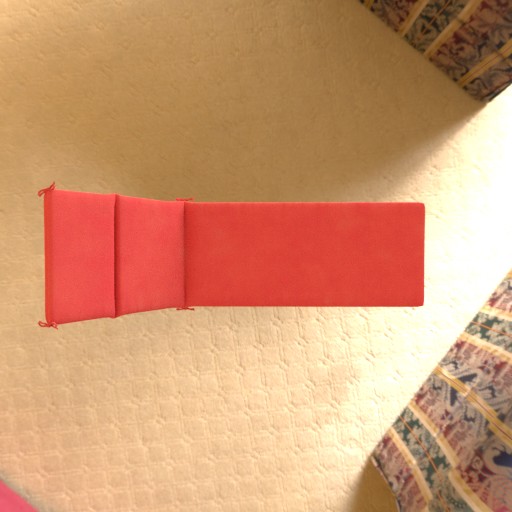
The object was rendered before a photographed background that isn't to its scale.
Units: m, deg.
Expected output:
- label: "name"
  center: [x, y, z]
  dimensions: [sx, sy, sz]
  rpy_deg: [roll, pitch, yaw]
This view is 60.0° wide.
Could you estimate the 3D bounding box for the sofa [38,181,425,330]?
- label: "sofa"
  center: [0.000, 0.000, 1.954]
  dimensions: [1.663, 0.622, 0.582]
  rpy_deg: [0, 92, 1]
